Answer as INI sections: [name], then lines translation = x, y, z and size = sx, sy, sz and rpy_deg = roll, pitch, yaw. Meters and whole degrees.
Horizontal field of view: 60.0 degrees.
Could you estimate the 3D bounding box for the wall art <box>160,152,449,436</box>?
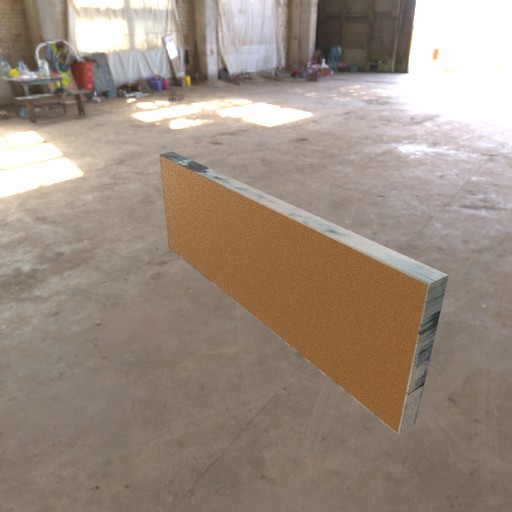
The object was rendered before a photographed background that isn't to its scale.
[wall art]
translation = 0.000, 0.000, 0.860
size = 0.037, 0.251, 0.759
rpy_deg = -18, 32, -31
